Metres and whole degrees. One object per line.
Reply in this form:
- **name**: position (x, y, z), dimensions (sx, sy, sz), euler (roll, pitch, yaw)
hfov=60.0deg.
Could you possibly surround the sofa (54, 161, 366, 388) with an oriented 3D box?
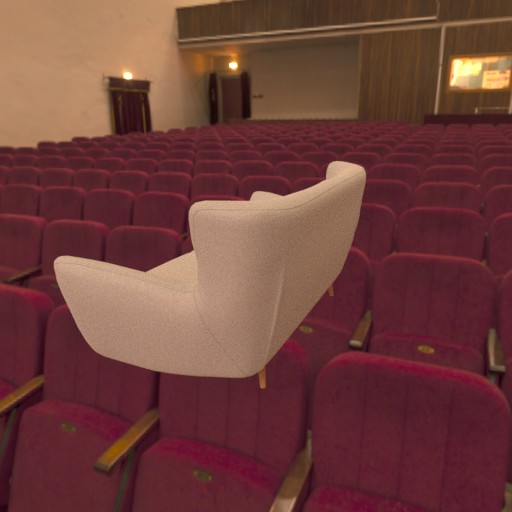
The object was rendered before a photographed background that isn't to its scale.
- **sofa**: position (0.000, 0.000, 2.389), dimensions (0.899, 0.890, 1.930), euler (7, 18, 23)
